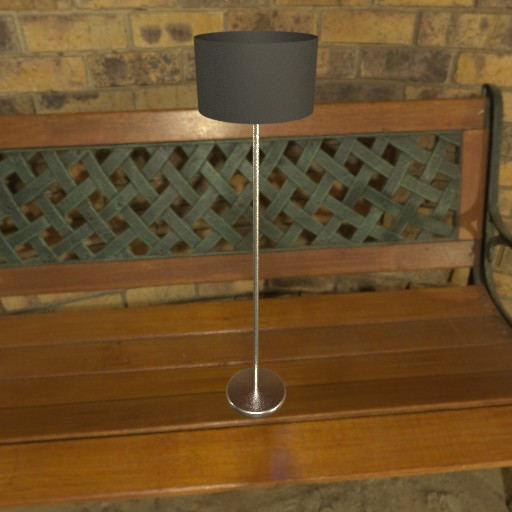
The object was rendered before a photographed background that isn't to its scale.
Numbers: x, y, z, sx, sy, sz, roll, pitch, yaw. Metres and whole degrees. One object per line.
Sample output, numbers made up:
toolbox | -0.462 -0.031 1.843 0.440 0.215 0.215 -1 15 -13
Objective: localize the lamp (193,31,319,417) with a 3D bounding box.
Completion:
lamp | 0.000 0.000 1.618 0.348 1.443 0.348 -21 37 -30
